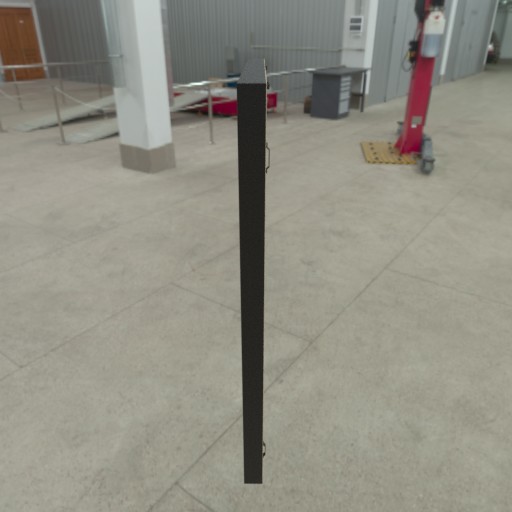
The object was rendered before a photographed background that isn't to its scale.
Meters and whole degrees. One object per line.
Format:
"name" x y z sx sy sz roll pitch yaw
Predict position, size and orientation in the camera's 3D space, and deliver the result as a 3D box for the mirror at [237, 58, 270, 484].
"mirror" 0.000 0.000 0.904 0.040 0.710 0.507 0 27 1
